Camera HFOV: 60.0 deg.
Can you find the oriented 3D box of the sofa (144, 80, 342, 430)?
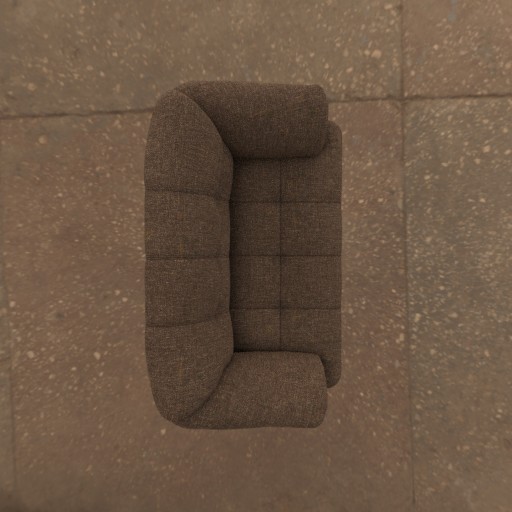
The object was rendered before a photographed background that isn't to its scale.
[{"bbox_3d":[0.000,0.000,2.005,0.799,0.895,1.404,0,91,0],"label":"sofa"}]
